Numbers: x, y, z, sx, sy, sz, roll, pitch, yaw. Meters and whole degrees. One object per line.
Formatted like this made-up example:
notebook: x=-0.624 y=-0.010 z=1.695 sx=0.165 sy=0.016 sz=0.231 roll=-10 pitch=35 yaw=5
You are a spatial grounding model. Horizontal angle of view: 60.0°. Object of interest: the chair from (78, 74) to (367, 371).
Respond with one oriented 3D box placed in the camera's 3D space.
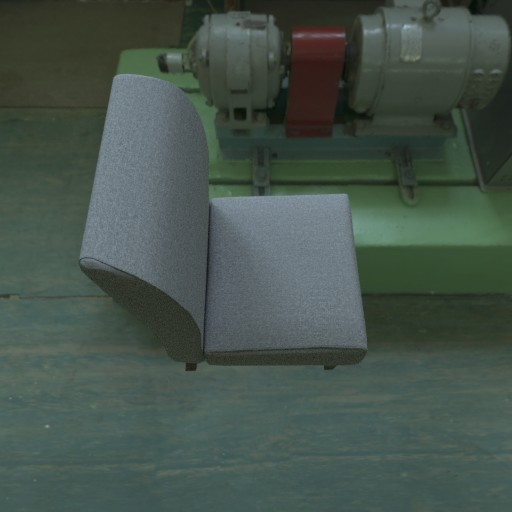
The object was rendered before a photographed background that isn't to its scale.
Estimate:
chair: x=0.000 y=0.000 z=1.167 sx=0.592 sy=0.804 sz=0.513 roll=-2 pitch=63 yaw=-1
